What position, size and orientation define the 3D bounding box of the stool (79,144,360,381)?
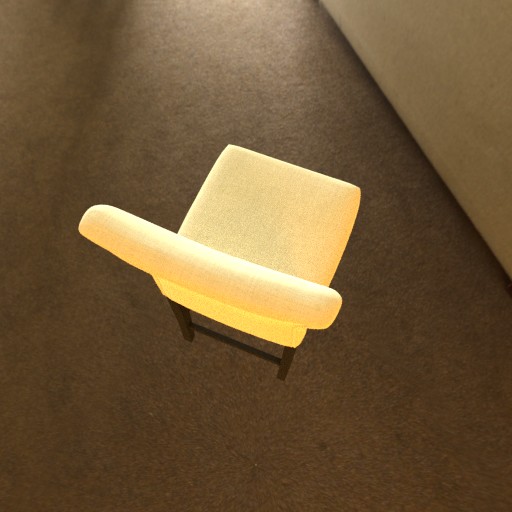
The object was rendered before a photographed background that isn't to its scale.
[{"bbox_3d":[0.000,0.000,1.315,0.514,0.972,0.603,21,66,9],"label":"stool"}]
